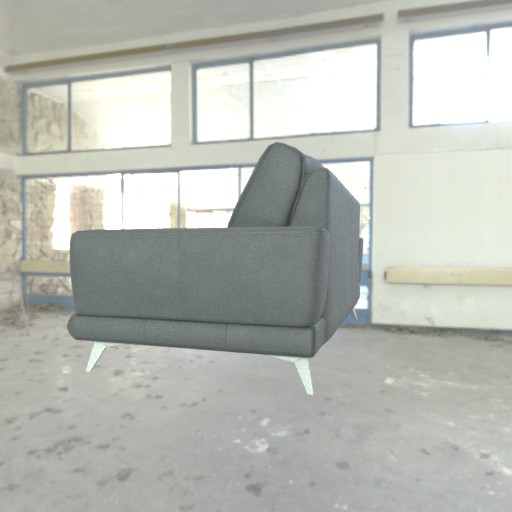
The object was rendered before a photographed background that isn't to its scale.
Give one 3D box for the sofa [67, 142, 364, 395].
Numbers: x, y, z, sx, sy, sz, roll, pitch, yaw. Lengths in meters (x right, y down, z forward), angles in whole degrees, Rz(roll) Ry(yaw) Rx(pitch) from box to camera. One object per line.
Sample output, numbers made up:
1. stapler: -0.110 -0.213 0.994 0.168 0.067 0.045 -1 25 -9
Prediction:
1. sofa: 0.000 0.000 2.413 1.018 0.907 1.806 0 1 18
